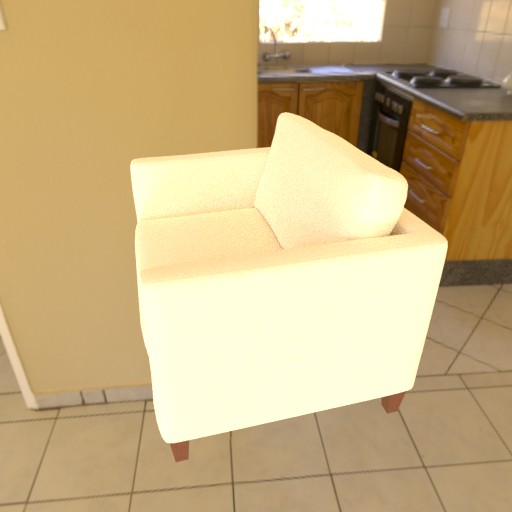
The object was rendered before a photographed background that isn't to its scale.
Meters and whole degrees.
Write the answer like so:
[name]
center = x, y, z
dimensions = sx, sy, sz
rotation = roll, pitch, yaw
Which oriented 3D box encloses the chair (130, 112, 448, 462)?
[chair]
center = 0.000, 0.000, 1.667
dimensions = 0.878, 0.885, 1.019
rotation = -8, 31, -13
